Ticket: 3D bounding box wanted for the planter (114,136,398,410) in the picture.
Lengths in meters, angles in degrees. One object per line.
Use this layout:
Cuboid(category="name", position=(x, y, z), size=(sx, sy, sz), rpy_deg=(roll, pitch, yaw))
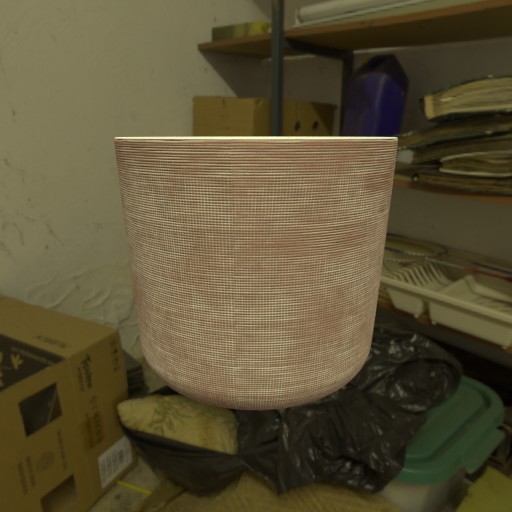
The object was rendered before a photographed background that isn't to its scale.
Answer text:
Cuboid(category="planter", position=(0.000, 0.000, 0.770), size=(0.440, 0.398, 0.440), rpy_deg=(0, 15, 0))
